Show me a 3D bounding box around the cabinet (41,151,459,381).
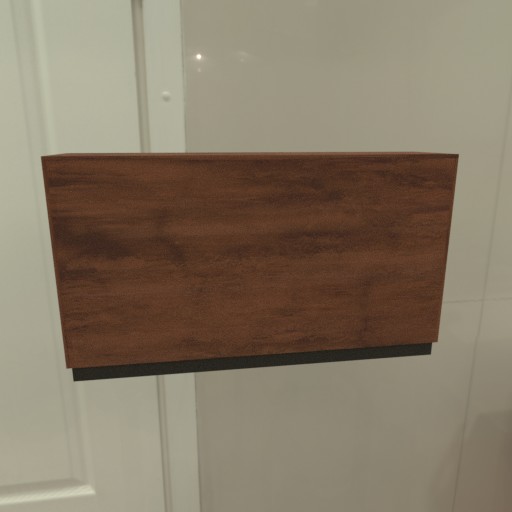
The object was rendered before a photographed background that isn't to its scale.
[{"bbox_3d":[0.000,0.000,1.995,1.600,0.900,0.420,-2,15,-8],"label":"cabinet"}]
